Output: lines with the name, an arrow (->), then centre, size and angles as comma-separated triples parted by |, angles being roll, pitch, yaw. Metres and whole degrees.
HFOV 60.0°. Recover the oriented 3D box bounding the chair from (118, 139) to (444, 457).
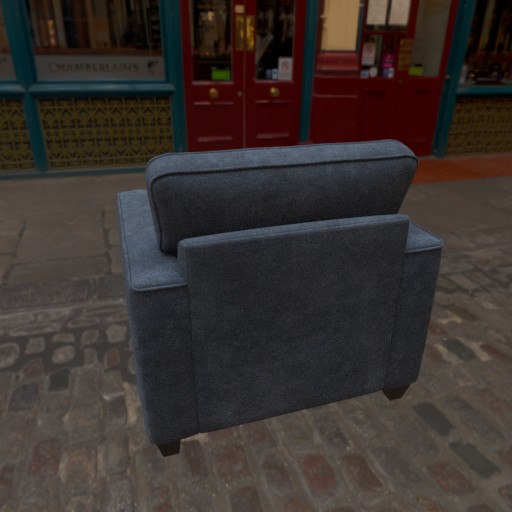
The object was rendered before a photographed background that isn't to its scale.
chair -> 0.000, 0.000, 1.750 | 1.015, 0.965, 0.939 | -8, 26, -16
